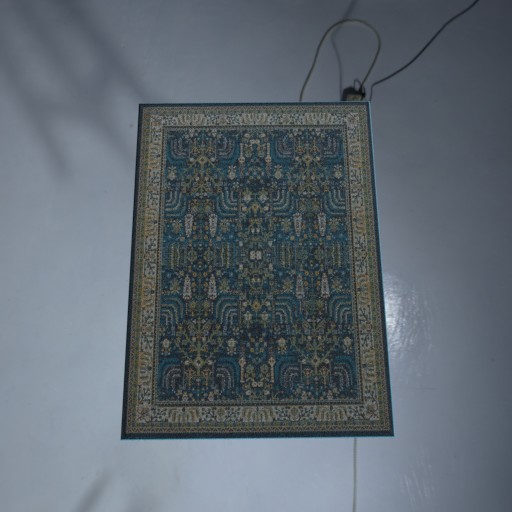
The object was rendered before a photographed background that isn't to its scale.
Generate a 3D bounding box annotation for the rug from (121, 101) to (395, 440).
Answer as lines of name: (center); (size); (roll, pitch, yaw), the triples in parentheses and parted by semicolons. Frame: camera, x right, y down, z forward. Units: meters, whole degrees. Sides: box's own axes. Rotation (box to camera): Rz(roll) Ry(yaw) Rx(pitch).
rug: (0.000, 0.000, 3.935); (2.226, 0.015, 3.044); (-1, 77, 0)
